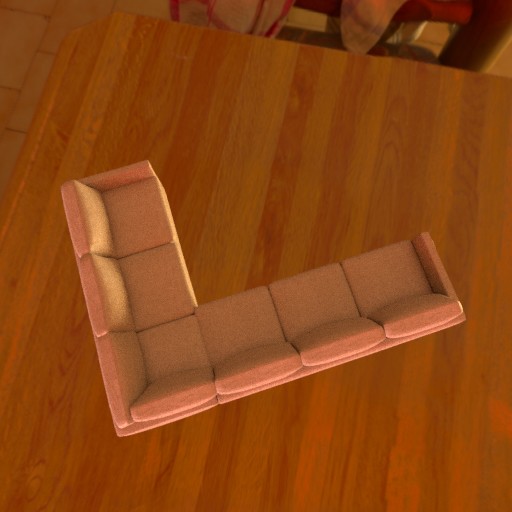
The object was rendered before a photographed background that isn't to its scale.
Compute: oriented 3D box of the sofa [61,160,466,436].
[{"bbox_3d":[0.000,0.000,4.470,3.333,0.934,2.522,-17,76,-5],"label":"sofa"}]
